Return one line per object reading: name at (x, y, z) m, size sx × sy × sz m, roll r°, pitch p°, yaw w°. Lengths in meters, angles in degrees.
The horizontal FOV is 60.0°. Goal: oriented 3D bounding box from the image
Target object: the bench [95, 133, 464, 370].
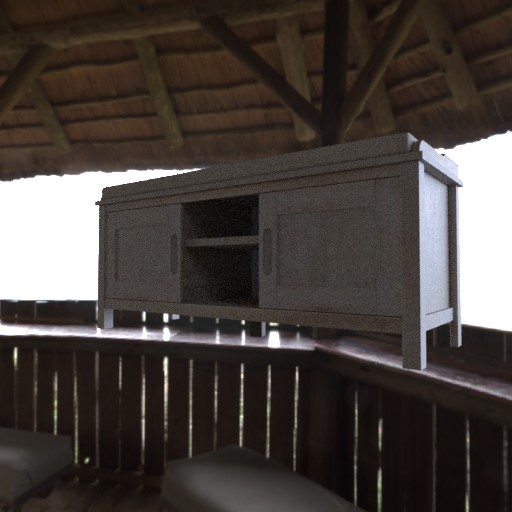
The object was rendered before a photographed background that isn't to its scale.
bench at (0.000, 0.000, 1.402) m, size 1.140 × 0.501 × 0.398 m, roll -1°, pitch -2°, yaw 36°
